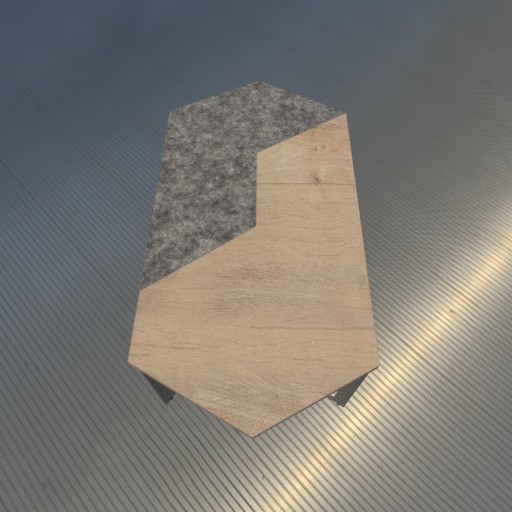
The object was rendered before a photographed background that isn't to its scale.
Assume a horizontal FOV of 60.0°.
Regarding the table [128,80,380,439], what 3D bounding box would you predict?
[{"bbox_3d":[0.000,0.000,1.494,0.609,0.457,1.219,1,59,0],"label":"table"}]
